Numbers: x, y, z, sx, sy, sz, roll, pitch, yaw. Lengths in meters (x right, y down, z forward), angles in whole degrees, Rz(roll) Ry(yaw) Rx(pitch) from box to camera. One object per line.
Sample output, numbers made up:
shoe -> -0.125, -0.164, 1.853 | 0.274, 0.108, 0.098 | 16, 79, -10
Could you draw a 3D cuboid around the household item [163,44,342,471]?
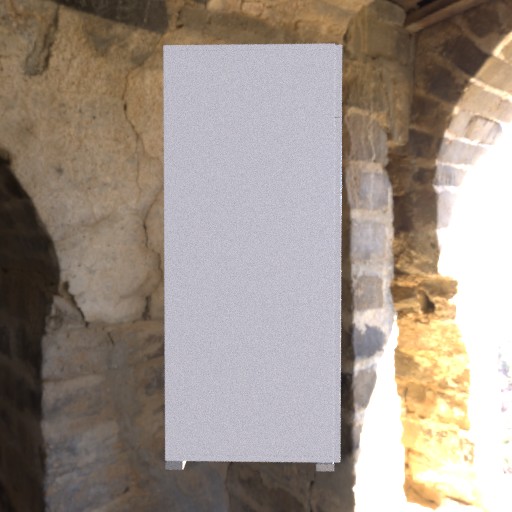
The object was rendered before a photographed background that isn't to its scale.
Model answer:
household item -> 0.000, 0.000, 1.445 | 0.420, 1.010, 0.790 | 0, 1, 1
